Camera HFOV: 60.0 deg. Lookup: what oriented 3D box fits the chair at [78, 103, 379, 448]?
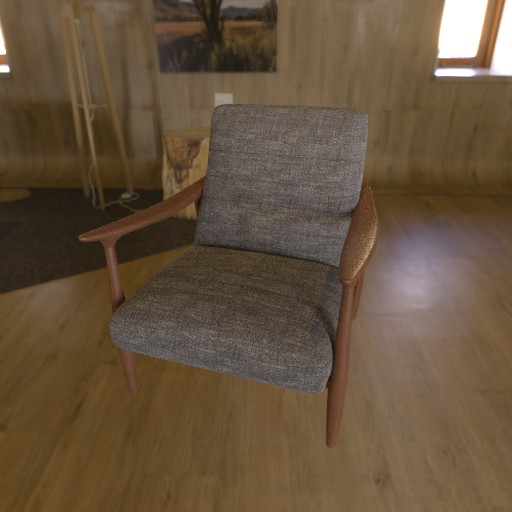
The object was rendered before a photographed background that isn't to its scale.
[{"bbox_3d":[0.000,0.000,1.434,0.741,0.832,0.798,9,29,16],"label":"chair"}]
